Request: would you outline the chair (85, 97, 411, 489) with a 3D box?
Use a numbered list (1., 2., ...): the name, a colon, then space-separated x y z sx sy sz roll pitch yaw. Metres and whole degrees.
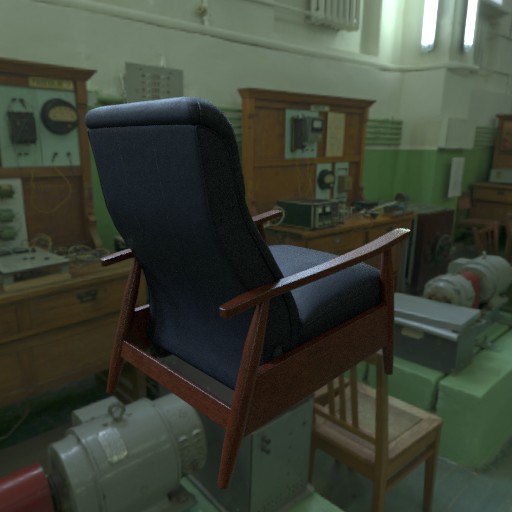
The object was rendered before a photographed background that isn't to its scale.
1. chair: 0.000 0.000 1.722 1.014 1.082 0.762 -14 20 -42
